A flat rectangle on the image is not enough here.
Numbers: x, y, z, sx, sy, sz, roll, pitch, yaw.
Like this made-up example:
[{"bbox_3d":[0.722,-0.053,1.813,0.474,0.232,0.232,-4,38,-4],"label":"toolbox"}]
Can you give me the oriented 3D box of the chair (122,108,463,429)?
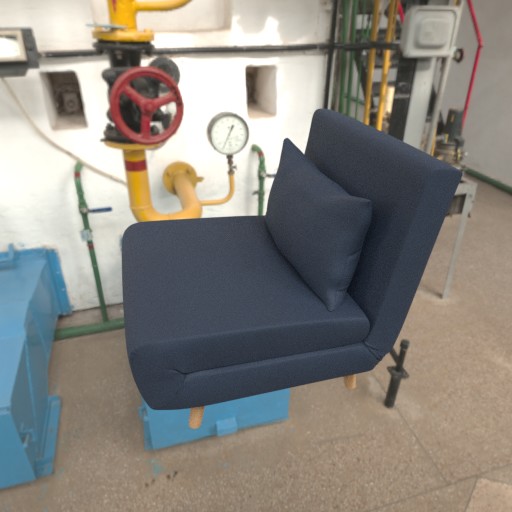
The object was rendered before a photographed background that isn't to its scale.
[{"bbox_3d":[0.000,0.000,1.512,0.900,0.808,0.770,-8,30,-14],"label":"chair"}]
